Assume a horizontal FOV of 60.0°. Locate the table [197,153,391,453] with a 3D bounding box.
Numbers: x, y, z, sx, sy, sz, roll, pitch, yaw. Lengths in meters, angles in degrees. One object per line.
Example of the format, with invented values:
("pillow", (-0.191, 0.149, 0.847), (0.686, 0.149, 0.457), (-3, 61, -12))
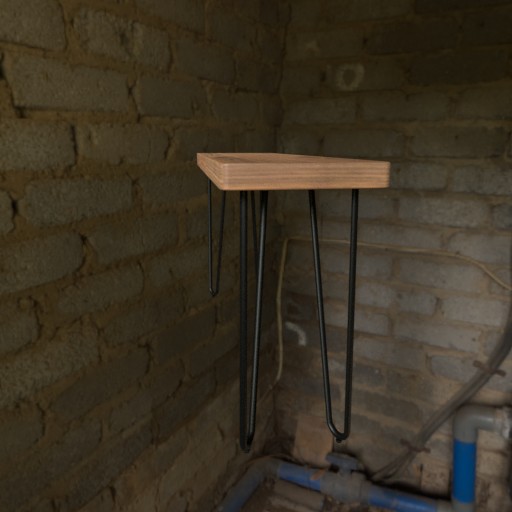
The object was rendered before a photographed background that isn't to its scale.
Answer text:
("table", (0.000, 0.000, 1.892), (0.425, 0.834, 1.570), (-2, 14, -9))
